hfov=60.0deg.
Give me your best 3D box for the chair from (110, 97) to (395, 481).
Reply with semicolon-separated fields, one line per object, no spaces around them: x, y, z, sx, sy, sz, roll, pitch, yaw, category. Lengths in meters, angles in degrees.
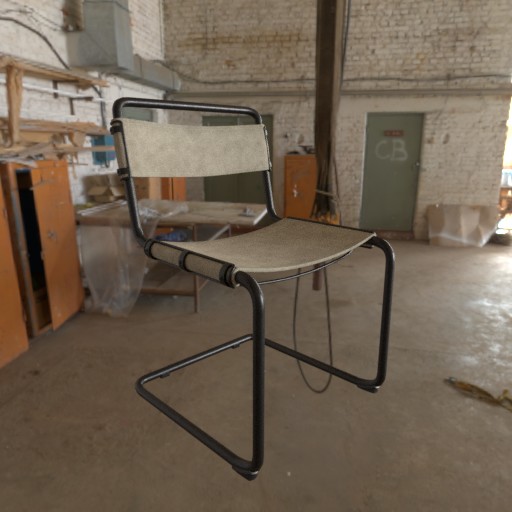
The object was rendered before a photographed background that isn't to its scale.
0.000;0.000;1.088;0.499;0.747;0.497;-13;19;-43;chair
